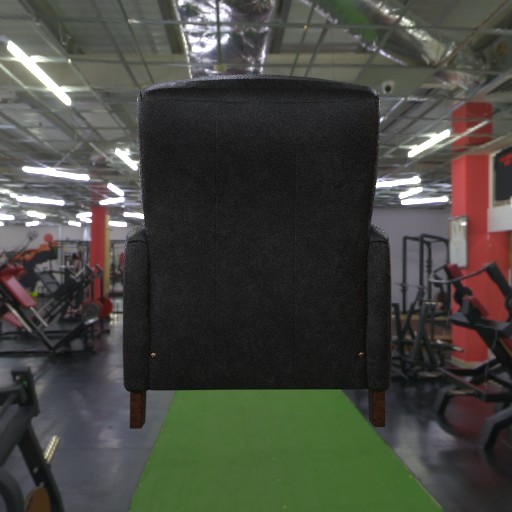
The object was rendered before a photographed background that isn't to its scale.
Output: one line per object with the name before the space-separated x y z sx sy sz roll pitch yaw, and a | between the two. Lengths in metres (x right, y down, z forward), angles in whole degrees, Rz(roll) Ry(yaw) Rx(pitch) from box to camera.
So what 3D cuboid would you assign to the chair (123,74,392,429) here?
chair | 0.000 0.000 1.643 0.848 1.014 0.864 0 -1 -1
